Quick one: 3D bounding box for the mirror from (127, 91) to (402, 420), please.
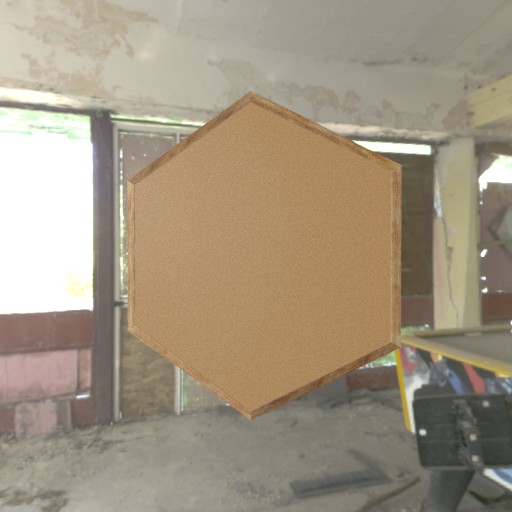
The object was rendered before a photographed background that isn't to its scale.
[{"bbox_3d":[0.000,0.000,1.085,0.675,0.779,0.091,0,1,18],"label":"mirror"}]
